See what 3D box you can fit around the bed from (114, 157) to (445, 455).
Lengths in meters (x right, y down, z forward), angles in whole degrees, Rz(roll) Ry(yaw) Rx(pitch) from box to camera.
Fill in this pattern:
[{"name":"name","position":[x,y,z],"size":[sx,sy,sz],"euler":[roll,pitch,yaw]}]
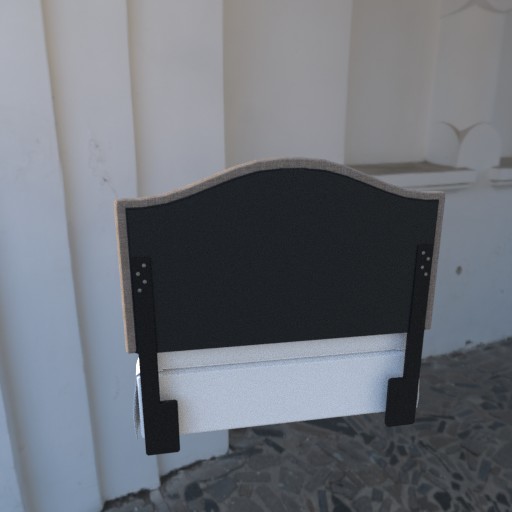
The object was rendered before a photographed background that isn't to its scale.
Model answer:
[{"name":"bed","position":[0.000,0.000,3.270],"size":[1.713,1.518,2.153],"euler":[-3,15,-10]}]
